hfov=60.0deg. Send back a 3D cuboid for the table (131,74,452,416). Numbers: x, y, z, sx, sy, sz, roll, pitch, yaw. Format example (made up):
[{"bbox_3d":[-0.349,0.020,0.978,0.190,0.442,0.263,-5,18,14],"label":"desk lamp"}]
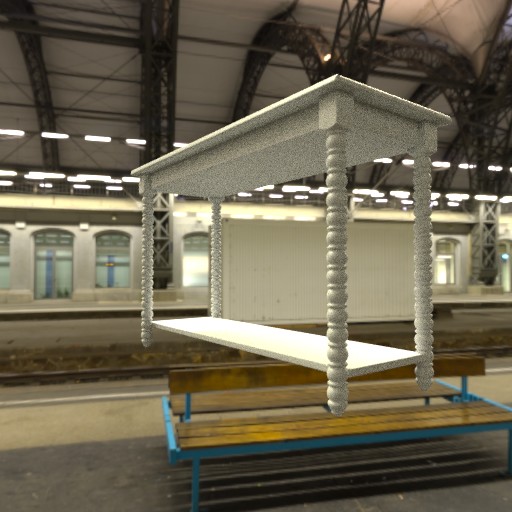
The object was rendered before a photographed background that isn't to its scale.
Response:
[{"bbox_3d":[0.000,0.000,1.531,0.459,0.740,1.184,1,-2,-37],"label":"table"}]
